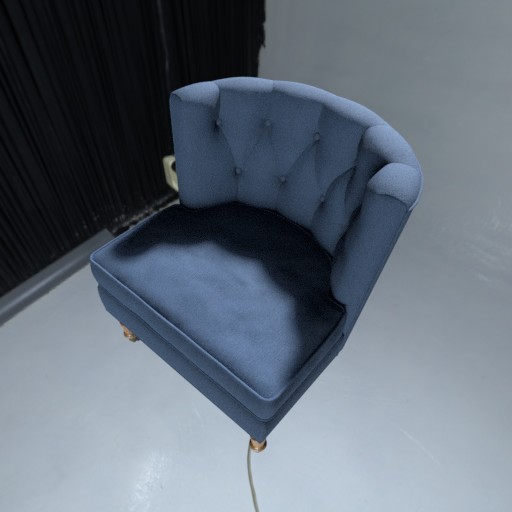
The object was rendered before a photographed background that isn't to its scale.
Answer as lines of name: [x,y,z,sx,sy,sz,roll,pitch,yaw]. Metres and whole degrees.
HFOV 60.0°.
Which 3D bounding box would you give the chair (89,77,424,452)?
chair: [0.000,0.000,1.311,0.740,0.771,0.718,32,55,26]
